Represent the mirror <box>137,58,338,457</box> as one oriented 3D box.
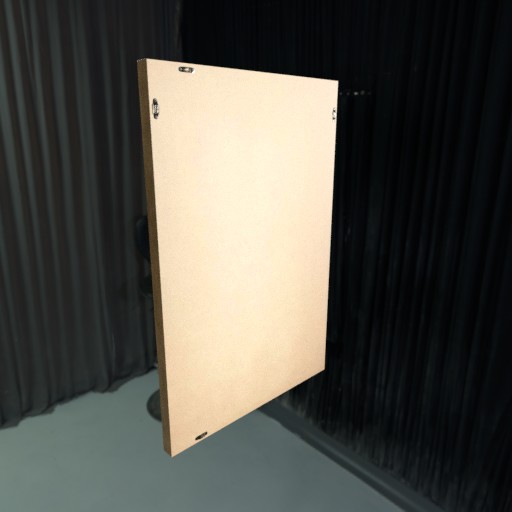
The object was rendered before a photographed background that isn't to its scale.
[{"bbox_3d":[0.000,0.000,1.187,0.609,0.915,0.041,-15,22,-41],"label":"mirror"}]
